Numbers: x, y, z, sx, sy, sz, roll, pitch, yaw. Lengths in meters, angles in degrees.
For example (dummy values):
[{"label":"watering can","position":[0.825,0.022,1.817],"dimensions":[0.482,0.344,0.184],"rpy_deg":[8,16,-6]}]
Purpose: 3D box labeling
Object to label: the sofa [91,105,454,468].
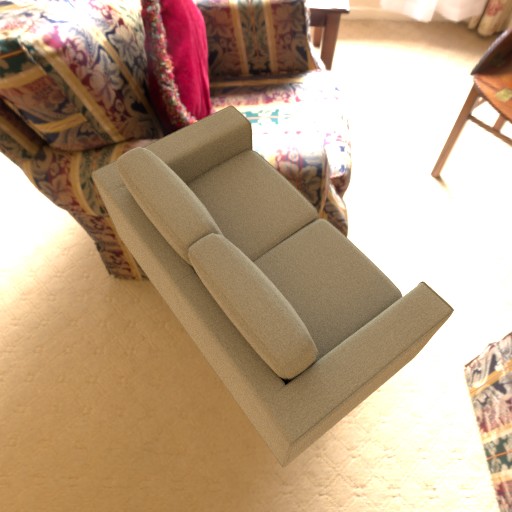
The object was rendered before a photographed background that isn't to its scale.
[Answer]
[{"label":"sofa","position":[0.000,0.000,2.464],"dimensions":[1.007,0.924,1.812],"rpy_deg":[-32,63,-19]}]
